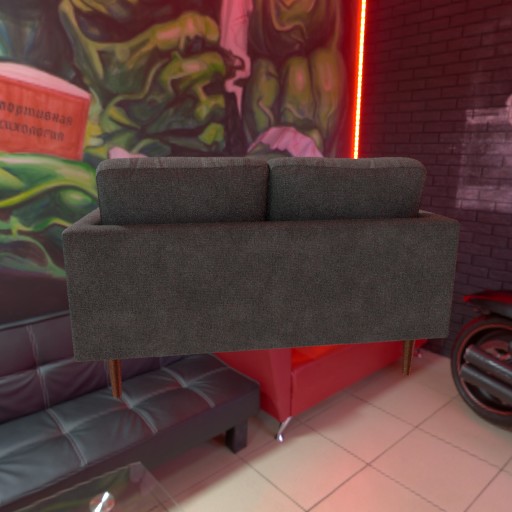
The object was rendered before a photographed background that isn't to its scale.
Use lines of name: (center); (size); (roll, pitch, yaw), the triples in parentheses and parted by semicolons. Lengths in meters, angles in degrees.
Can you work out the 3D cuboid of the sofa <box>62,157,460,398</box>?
sofa: (0.000, 0.000, 2.158); (1.582, 0.956, 0.903); (-2, 14, -8)
